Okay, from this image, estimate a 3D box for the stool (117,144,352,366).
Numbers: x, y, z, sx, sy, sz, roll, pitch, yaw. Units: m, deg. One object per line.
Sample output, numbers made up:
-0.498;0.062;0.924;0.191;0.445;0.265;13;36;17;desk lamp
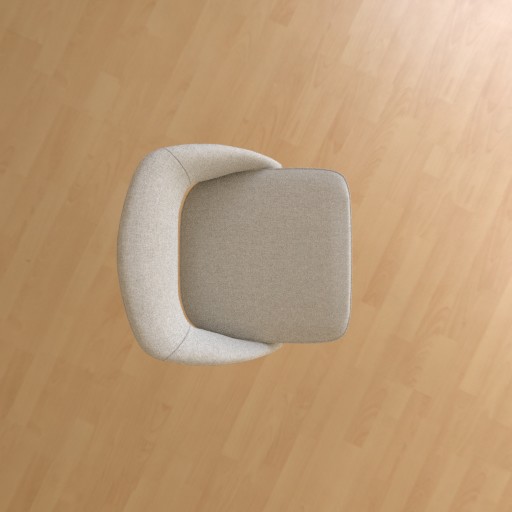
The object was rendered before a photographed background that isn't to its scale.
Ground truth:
0.000;0.000;1.260;0.509;0.940;0.494;0;89;0;stool
